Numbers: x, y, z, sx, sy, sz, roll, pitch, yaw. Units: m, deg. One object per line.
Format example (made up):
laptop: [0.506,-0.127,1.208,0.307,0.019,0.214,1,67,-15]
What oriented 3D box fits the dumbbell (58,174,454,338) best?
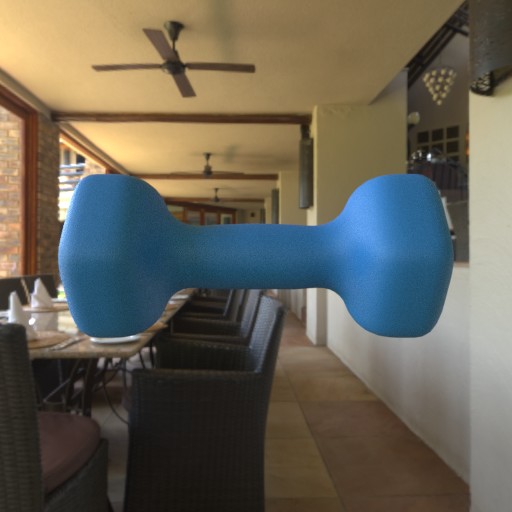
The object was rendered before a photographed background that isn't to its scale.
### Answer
dumbbell: [0.000,0.000,0.190,0.152,0.066,0.074,0,0,1]
